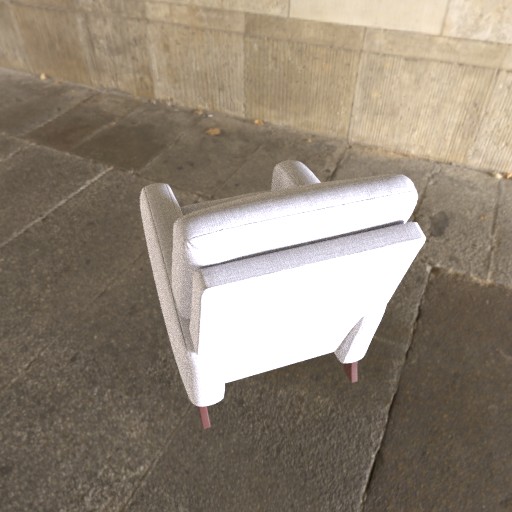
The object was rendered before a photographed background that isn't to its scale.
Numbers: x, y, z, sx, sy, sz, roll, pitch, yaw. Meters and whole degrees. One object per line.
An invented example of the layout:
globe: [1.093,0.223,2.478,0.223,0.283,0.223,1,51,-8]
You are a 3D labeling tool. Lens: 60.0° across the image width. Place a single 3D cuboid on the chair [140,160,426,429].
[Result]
chair: [0.000,0.000,1.673,0.762,0.990,0.990,-13,43,-14]
